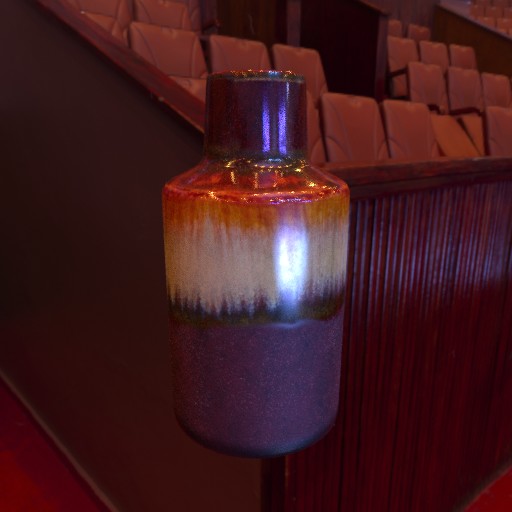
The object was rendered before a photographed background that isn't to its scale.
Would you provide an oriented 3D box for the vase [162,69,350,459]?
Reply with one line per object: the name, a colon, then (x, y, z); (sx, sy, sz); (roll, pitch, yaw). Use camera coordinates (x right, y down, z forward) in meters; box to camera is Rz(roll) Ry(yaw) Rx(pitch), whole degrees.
vase: (0.000, 0.000, 0.268); (0.108, 0.204, 0.108); (0, 15, 0)
